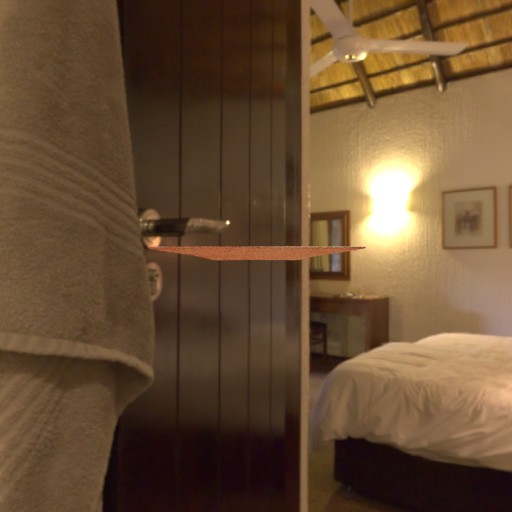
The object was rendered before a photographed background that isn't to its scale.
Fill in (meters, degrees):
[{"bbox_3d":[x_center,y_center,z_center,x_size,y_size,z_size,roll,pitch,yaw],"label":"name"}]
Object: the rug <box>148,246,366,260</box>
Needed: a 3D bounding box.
[{"bbox_3d":[0.000,0.000,2.618,0.718,0.013,2.353,0,-1,0],"label":"rug"}]
